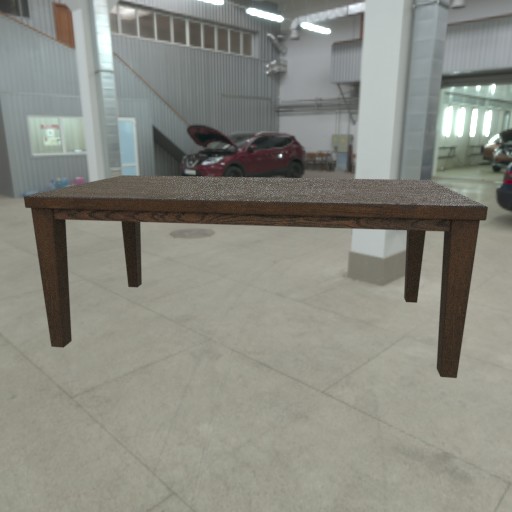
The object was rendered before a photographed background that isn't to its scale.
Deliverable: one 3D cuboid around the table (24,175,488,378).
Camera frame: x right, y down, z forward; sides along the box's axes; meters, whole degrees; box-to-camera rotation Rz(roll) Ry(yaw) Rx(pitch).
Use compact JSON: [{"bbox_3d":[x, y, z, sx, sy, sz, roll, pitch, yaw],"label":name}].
[{"bbox_3d":[0.000,0.000,2.450,1.981,0.762,1.016,2,16,9],"label":"table"}]
